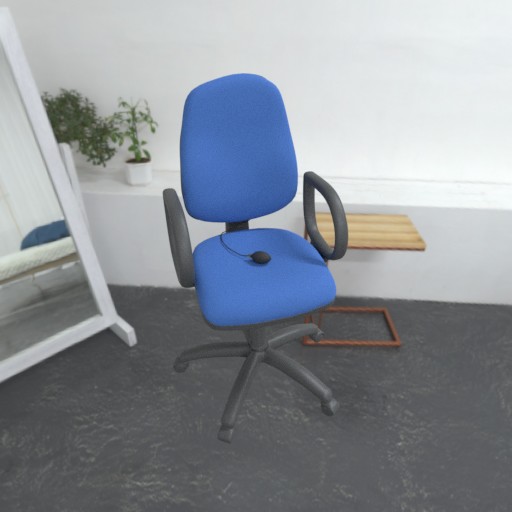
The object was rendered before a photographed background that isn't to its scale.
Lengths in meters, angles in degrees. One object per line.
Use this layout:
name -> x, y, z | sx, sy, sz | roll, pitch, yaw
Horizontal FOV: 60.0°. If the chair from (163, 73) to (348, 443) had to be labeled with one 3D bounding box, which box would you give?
chair -> 0.000, 0.000, 1.277 | 0.552, 0.905, 0.549 | -9, 34, -14
